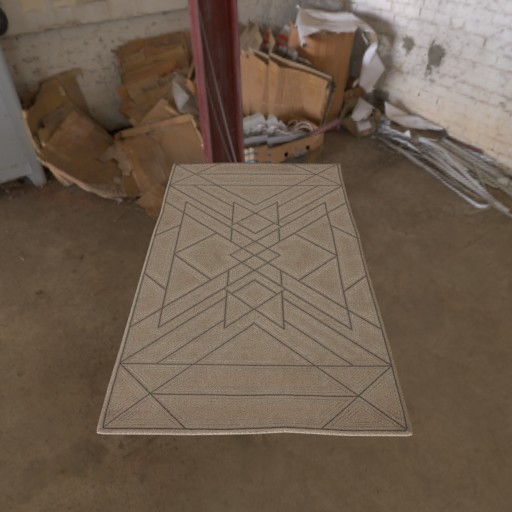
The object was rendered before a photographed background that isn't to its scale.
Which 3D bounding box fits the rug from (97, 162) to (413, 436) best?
[{"bbox_3d":[0.000,0.000,1.037,0.511,0.008,0.869,0,41,0],"label":"rug"}]
